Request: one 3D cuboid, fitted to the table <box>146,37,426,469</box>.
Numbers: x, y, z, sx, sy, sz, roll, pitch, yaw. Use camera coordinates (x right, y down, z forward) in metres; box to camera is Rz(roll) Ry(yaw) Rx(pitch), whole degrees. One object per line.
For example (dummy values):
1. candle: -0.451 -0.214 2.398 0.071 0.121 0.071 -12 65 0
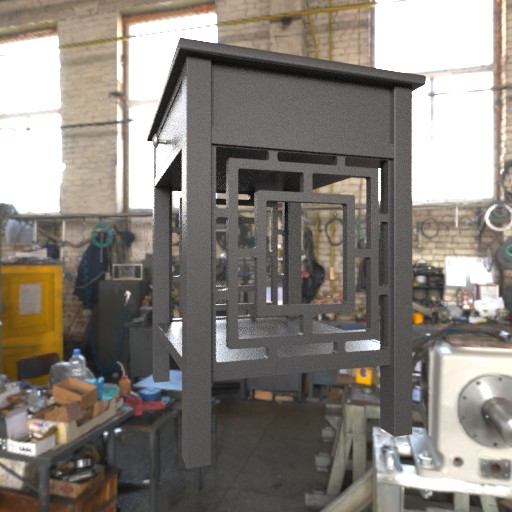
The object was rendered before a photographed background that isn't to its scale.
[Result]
1. table: 0.000 0.000 0.985 0.451 0.646 0.564 0 0 -19
